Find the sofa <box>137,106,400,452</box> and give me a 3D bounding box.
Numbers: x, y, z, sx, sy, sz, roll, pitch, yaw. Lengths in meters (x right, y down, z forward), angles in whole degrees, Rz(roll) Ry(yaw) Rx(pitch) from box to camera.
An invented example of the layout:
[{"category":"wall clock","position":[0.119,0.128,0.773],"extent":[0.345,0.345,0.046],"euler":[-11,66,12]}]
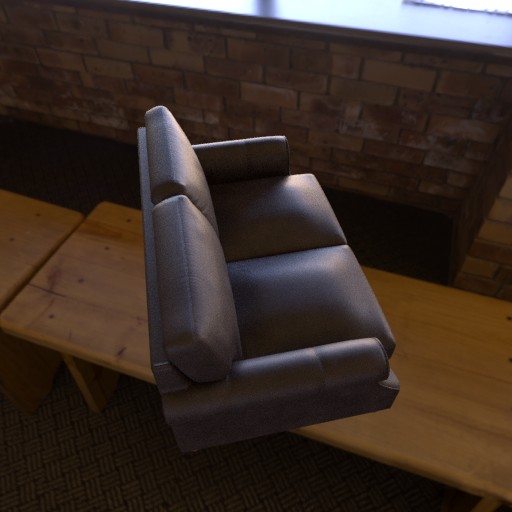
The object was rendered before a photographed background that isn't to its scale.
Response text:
[{"category":"sofa","position":[0.000,0.000,2.280],"extent":[1.030,0.979,1.663],"euler":[-9,48,-8]}]
